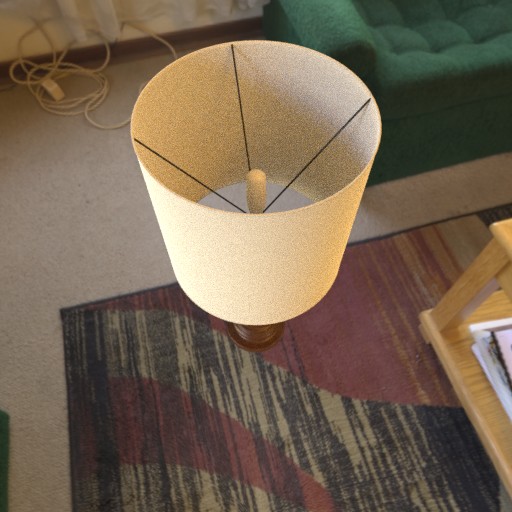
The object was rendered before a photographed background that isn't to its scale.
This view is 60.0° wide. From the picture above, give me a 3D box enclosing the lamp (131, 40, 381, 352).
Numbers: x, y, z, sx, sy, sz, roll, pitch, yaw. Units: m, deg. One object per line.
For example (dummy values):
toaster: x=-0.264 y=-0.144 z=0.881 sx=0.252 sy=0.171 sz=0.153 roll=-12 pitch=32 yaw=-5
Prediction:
lamp: x=0.000 y=0.000 z=0.566 sx=0.208 sy=0.455 sz=0.208 roll=-30 pitch=63 yaw=-17
